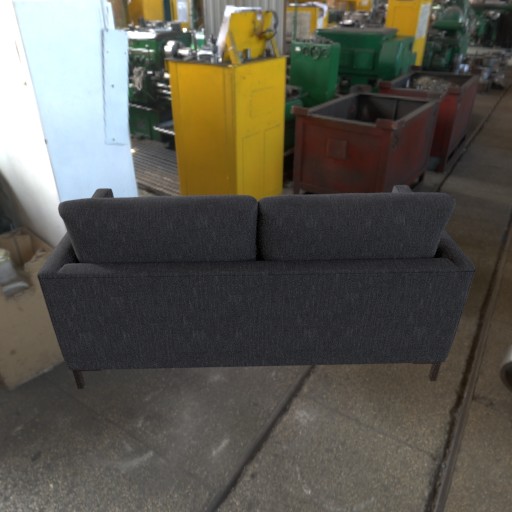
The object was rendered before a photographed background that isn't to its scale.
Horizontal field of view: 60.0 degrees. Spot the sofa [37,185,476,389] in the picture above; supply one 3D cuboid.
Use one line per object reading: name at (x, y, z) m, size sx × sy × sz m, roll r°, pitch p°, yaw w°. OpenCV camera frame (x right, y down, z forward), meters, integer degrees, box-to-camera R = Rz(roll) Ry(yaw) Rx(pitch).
sofa at (0.000, 0.000, 2.151) m, size 1.716 × 0.862 × 0.866 m, roll -1°, pitch 31°, yaw -1°
